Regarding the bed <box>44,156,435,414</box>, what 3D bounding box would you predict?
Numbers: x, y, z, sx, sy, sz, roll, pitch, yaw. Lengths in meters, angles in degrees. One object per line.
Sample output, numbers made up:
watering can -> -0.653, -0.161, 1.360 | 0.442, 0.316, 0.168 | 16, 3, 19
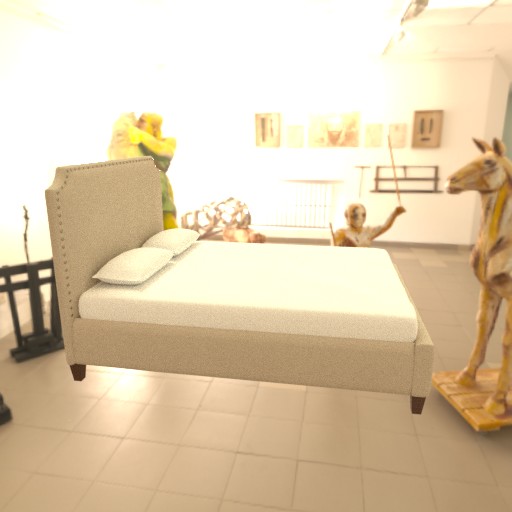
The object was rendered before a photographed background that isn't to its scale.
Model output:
bed -> 0.000, 0.000, 3.445 | 2.372, 1.443, 1.713 | 3, 16, 9
